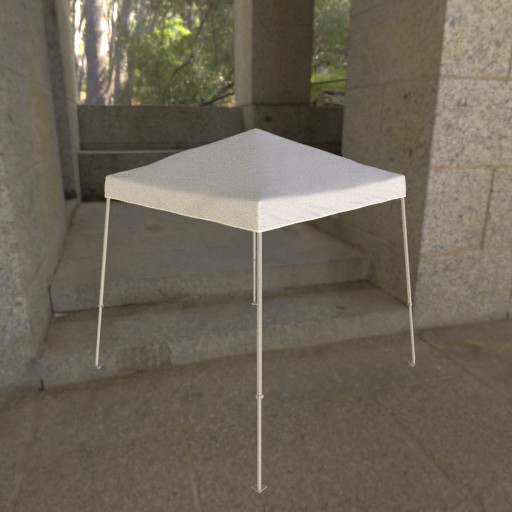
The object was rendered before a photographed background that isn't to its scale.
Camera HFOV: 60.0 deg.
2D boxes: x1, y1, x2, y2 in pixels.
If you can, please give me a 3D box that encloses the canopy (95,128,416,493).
[{"bbox_3d":[0.000,0.000,6.508,3.600,3.600,3.599,16,23,42],"label":"canopy"}]
